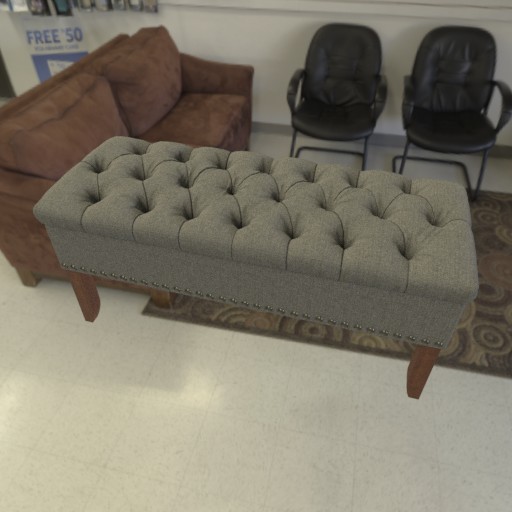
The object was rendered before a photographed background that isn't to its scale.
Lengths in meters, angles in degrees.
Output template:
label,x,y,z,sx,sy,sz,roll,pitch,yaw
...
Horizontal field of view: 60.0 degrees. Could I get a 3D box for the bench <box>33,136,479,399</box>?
label,x,y,z,sx,sy,sz,roll,pitch,yaw
bench,0.000,0.000,1.274,1.052,0.470,0.417,11,42,12
